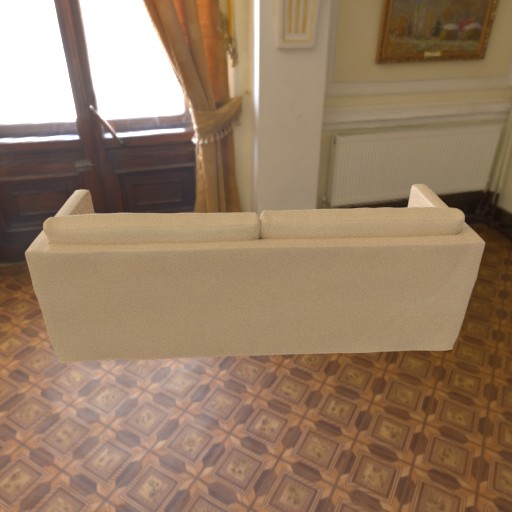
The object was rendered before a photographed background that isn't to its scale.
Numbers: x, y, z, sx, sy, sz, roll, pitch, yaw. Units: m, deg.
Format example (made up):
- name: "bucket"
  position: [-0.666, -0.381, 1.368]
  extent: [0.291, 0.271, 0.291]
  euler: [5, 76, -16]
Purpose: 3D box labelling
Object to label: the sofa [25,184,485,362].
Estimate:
- name: "sofa"
  position: [0.000, 0.000, 3.222]
  extent: [2.779, 0.999, 1.036]
  euler: [-1, 30, -2]
